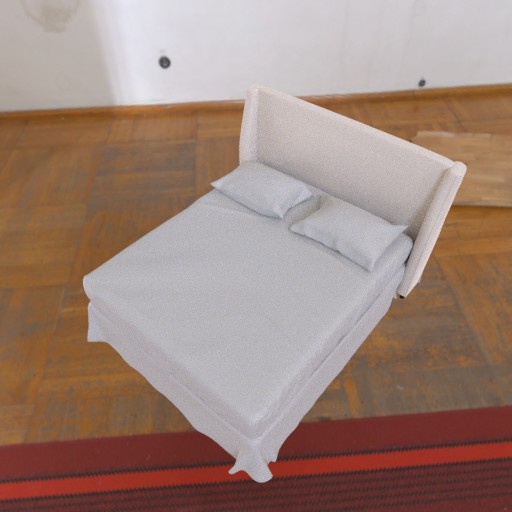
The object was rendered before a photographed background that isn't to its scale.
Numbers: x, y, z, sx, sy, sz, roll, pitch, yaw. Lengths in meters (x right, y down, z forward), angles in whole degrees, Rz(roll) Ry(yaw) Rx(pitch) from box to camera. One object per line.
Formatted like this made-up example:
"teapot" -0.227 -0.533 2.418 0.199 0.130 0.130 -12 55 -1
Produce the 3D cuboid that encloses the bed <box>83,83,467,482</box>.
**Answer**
"bed" 0.000 0.000 3.336 1.925 1.332 2.276 32 54 26
